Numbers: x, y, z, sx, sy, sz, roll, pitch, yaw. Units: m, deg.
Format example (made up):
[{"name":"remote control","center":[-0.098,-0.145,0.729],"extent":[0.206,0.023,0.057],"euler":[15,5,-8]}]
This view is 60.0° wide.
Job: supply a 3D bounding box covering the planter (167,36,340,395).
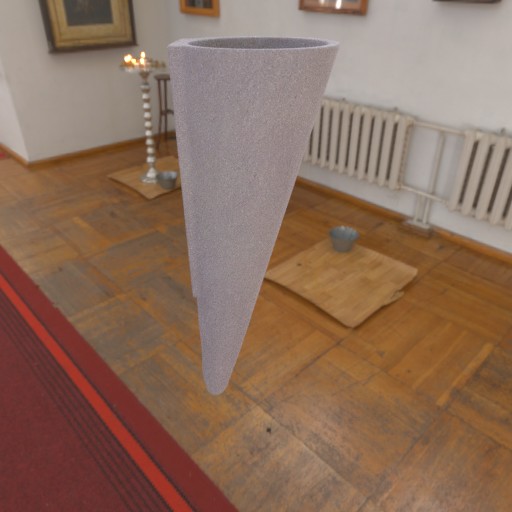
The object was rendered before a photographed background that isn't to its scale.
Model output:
[{"name":"planter","center":[0.000,0.000,0.297],"extent":[0.087,0.259,0.078],"euler":[1,30,1]}]
